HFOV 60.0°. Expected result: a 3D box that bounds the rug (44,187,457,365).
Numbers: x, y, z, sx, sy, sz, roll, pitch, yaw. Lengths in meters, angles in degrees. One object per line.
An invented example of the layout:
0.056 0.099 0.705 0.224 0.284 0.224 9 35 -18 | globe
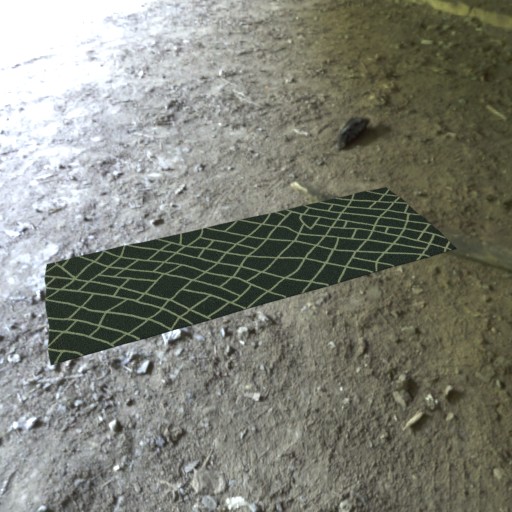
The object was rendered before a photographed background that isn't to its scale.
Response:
0.000 0.000 2.770 2.476 0.010 0.807 -14 42 -16 | rug
